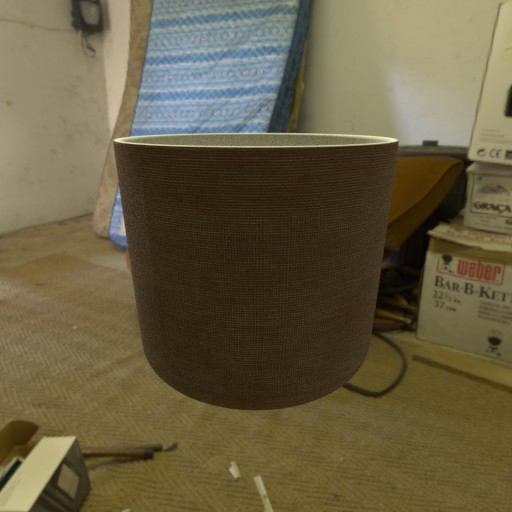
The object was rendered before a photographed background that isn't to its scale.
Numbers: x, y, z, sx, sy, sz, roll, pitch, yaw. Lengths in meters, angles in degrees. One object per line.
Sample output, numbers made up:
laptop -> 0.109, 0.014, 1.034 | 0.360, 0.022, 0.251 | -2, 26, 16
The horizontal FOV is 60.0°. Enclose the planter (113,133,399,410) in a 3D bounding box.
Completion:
planter -> 0.000, 0.000, 0.773 | 0.440, 0.398, 0.440 | 0, 17, 0
